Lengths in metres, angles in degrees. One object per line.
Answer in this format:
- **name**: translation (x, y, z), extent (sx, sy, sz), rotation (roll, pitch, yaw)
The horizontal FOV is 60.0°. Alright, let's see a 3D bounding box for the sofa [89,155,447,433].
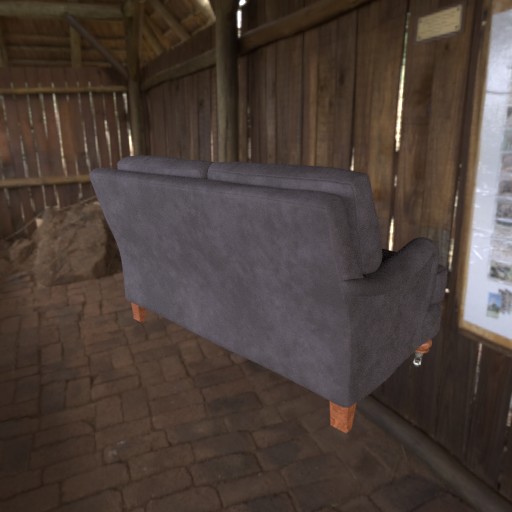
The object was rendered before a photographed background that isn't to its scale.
- **sofa**: translation (0.000, 0.000, 2.548), extent (1.853, 1.101, 1.084), rotation (15, 21, 43)
